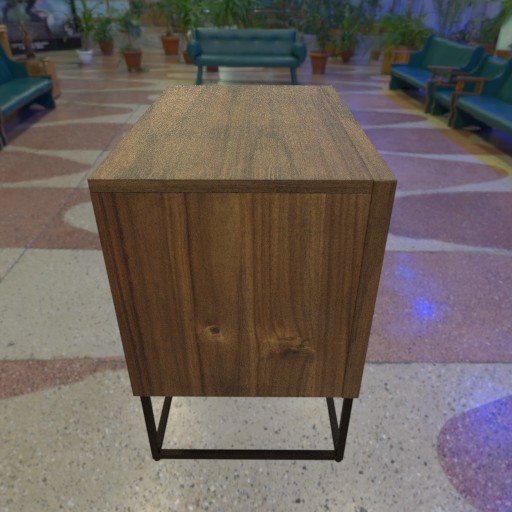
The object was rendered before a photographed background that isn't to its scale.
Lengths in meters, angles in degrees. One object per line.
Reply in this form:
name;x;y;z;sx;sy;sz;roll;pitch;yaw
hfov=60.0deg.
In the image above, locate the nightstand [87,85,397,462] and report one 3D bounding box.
nightstand;0.000;0.000;0.992;0.437;0.610;0.610;0;32;0
